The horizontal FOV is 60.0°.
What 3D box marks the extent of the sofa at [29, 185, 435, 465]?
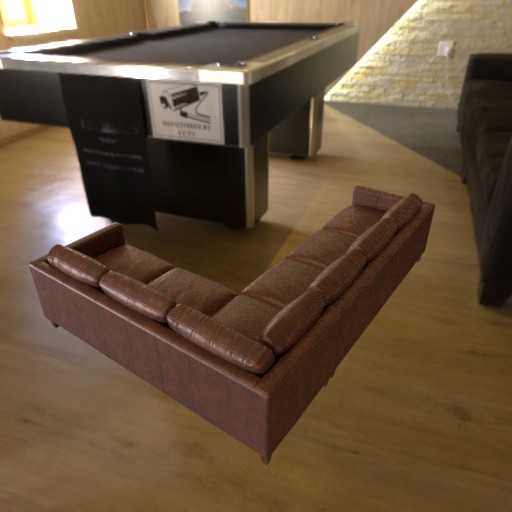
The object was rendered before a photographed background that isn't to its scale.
[{"bbox_3d":[0.000,0.000,4.319,2.438,0.836,3.152,20,37,30],"label":"sofa"}]
